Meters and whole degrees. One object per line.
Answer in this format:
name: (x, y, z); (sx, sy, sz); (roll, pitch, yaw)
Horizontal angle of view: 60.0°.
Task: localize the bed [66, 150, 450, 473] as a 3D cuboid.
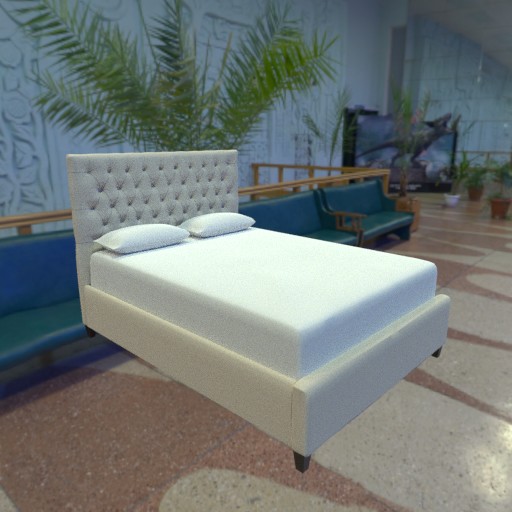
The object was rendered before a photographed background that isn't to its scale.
bed: (0.000, 0.000, 3.214); (2.233, 1.426, 1.696); (14, 20, 42)
